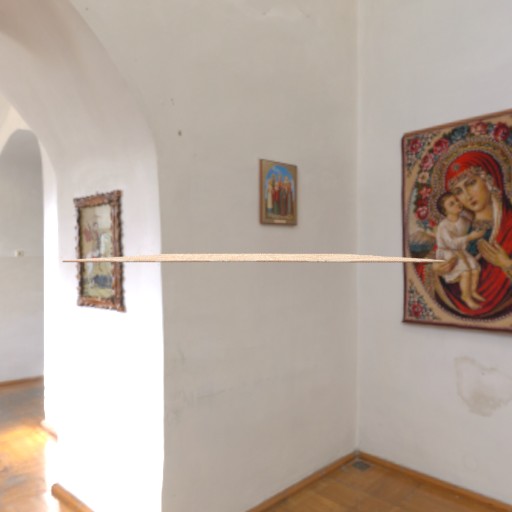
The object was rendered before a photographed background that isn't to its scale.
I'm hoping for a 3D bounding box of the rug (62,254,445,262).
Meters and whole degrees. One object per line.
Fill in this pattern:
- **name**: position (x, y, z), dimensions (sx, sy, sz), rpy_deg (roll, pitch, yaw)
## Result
- **rug**: position (0.000, 0.000, 2.174), dimensions (1.146, 0.010, 1.745), rpy_deg (0, 1, 0)
